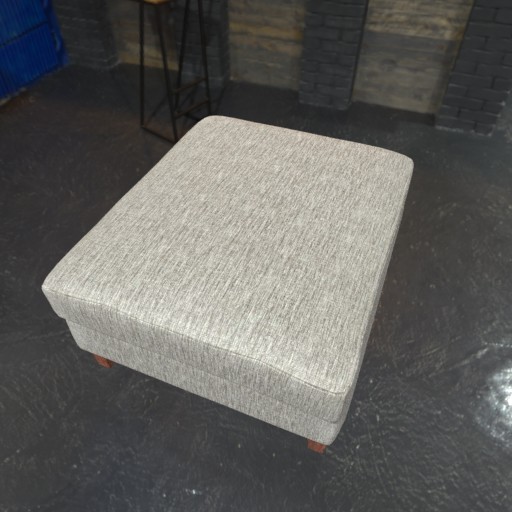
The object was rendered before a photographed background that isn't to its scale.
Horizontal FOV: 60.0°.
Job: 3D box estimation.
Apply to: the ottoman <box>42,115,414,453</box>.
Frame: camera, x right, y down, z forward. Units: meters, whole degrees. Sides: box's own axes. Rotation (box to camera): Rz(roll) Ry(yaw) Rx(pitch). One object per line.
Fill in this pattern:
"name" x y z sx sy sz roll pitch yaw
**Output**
"ottoman" 0.000 0.000 1.485 0.839 0.492 0.994 16 48 15
